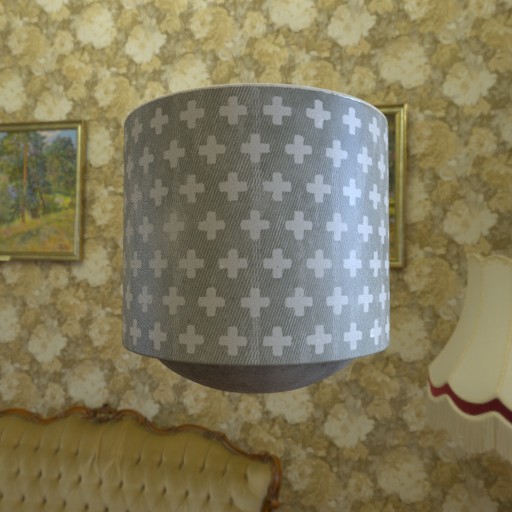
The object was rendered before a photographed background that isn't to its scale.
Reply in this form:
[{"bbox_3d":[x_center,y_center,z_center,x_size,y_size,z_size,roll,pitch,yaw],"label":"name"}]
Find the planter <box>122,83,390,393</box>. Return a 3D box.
[{"bbox_3d":[0.000,0.000,0.330,0.190,0.181,0.190,0,-2,0],"label":"planter"}]
